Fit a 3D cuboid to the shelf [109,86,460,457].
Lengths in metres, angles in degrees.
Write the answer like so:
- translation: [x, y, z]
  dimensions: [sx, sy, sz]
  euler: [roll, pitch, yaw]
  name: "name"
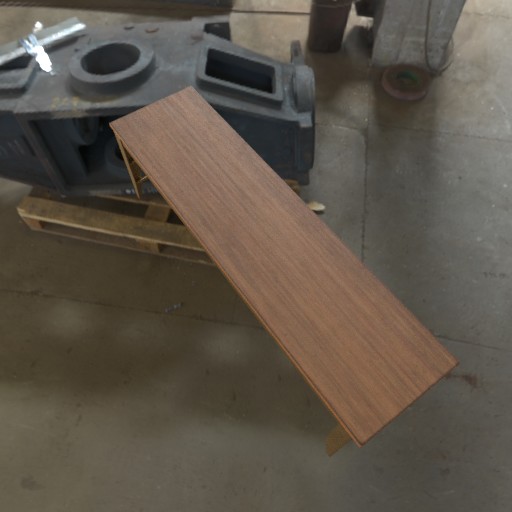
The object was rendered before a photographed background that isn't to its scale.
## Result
- translation: [0.000, 0.000, 0.737]
  dimensions: [0.166, 0.190, 0.636]
  euler: [-32, 64, -17]
  name: "shelf"
